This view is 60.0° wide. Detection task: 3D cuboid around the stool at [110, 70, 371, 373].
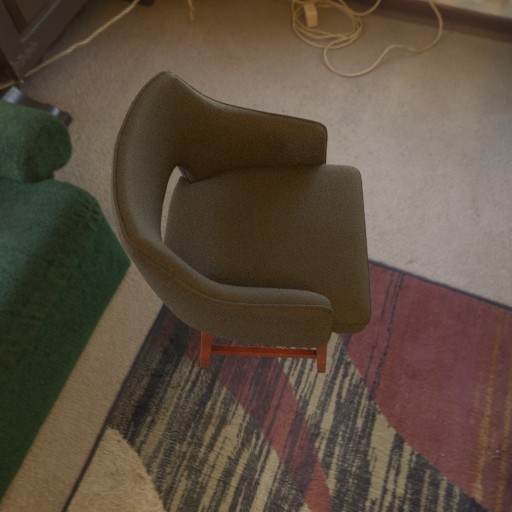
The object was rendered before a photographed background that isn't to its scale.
[{"bbox_3d":[0.000,0.000,1.234,0.558,0.912,0.548,2,63,1],"label":"stool"}]
